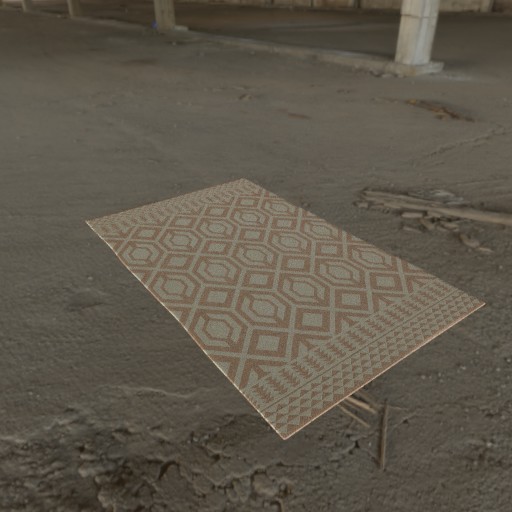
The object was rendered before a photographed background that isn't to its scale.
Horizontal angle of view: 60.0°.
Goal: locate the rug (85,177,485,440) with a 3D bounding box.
[{"bbox_3d":[0.000,0.000,3.019,1.526,0.011,2.435,-21,37,-31],"label":"rug"}]
